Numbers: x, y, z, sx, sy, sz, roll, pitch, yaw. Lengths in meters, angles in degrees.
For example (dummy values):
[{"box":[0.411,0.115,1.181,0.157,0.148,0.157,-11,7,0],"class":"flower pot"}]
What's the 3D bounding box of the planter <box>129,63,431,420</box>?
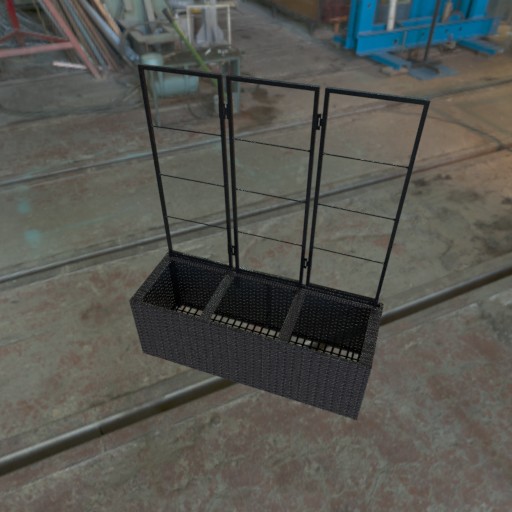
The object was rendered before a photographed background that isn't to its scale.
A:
[{"box":[0.000,0.000,1.167,0.699,0.841,0.244,13,42,15],"class":"planter"}]
